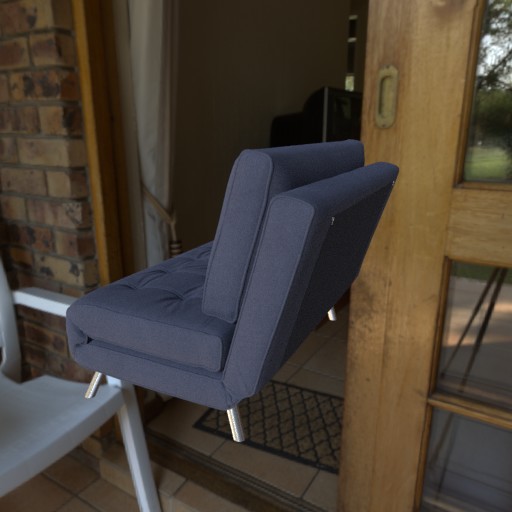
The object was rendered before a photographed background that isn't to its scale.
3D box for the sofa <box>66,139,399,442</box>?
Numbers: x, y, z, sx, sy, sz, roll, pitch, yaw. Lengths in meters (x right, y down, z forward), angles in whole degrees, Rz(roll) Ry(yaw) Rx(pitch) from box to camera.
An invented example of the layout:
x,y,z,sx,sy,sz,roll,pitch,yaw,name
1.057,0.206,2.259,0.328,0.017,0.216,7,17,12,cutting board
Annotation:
x,y,z,sx,sy,sz,roll,pitch,yaw,name
0.000,0.000,1.822,0.910,0.910,1.220,8,18,25,sofa
